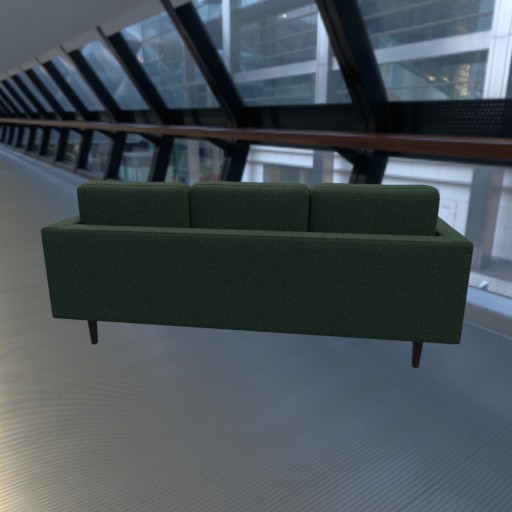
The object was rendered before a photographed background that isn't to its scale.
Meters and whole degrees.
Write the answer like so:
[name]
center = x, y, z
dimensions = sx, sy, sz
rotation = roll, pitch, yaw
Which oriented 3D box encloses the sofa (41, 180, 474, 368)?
[sofa]
center = 0.000, 0.000, 2.524
dimensions = 2.029, 0.899, 0.879
rotation = 2, 16, 8
